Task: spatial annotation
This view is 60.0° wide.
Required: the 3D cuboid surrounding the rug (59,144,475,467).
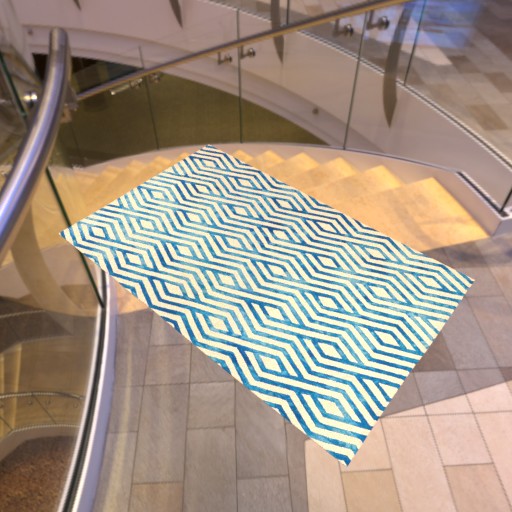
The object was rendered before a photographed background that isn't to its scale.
[{"bbox_3d":[0.000,0.000,3.031,2.439,0.008,1.531,32,54,27],"label":"rug"}]
